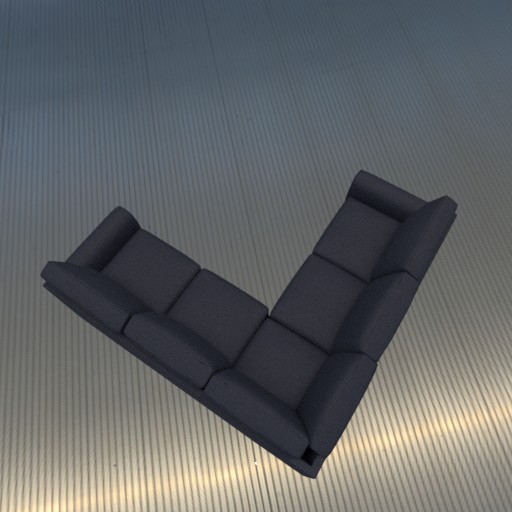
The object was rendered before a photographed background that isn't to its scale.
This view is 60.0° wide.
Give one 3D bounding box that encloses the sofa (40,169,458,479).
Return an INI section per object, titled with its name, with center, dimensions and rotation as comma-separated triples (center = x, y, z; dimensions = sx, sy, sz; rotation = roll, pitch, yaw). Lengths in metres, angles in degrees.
[sofa]
center = 0.000, 0.000, 3.872
dimensions = 2.562, 1.042, 2.487
rotation = 31, 69, 13
